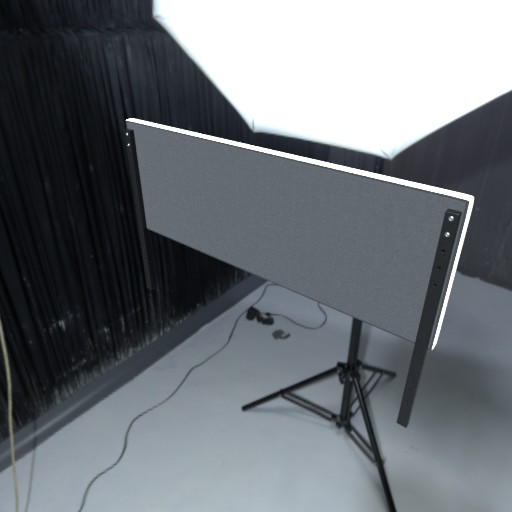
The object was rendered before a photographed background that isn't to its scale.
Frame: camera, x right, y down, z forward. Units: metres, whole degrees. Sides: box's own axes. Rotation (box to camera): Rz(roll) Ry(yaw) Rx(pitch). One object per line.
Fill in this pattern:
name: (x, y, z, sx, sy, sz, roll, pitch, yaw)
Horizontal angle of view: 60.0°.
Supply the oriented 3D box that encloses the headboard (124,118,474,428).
headboard: (0.000, 0.000, 2.866, 2.362, 1.410, 0.120, 22, 36, 33)
